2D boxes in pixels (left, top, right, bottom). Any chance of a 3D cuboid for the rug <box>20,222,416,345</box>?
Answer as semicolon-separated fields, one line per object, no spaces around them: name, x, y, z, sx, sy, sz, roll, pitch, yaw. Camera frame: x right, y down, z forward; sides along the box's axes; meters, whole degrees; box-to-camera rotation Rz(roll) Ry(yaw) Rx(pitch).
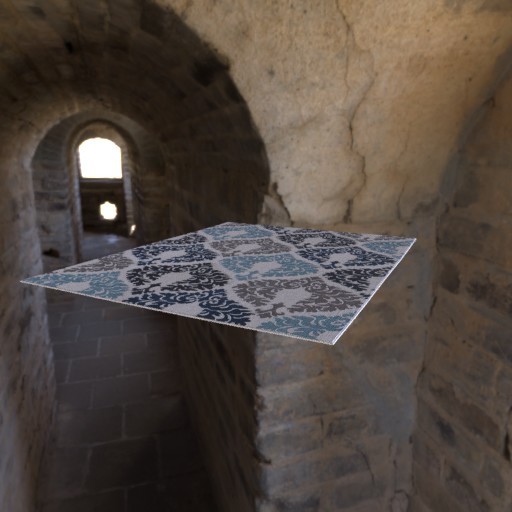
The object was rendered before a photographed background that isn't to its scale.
rug;0.000;0.000;4.075;2.423;0.014;3.040;7;15;26
